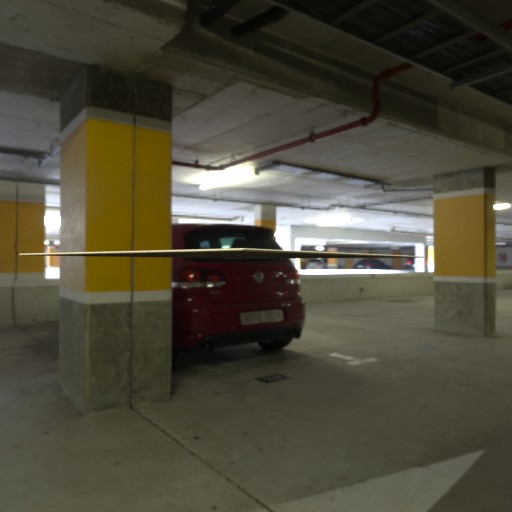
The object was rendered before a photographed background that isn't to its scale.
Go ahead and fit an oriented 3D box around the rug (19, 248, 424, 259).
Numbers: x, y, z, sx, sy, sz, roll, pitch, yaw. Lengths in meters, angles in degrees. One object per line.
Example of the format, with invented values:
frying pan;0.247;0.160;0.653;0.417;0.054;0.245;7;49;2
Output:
rug;0.000;0.000;2.310;1.220;0.007;1.828;-1;-1;36
